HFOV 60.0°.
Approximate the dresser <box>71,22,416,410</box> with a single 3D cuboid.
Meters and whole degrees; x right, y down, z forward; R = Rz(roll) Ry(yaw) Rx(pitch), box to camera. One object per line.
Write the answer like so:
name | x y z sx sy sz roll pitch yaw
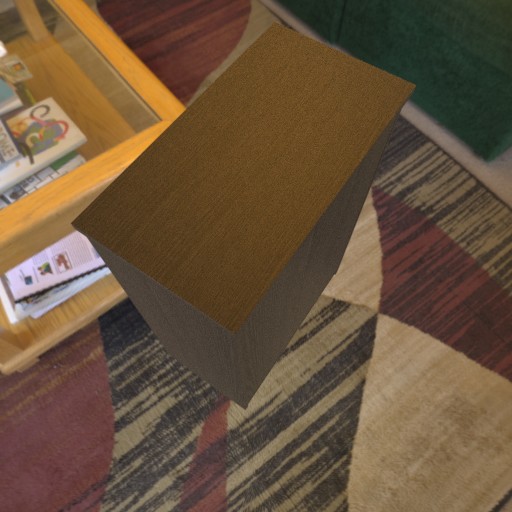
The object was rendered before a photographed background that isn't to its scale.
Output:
dresser | 0.000 0.000 1.380 0.399 1.020 0.704 32 68 15
